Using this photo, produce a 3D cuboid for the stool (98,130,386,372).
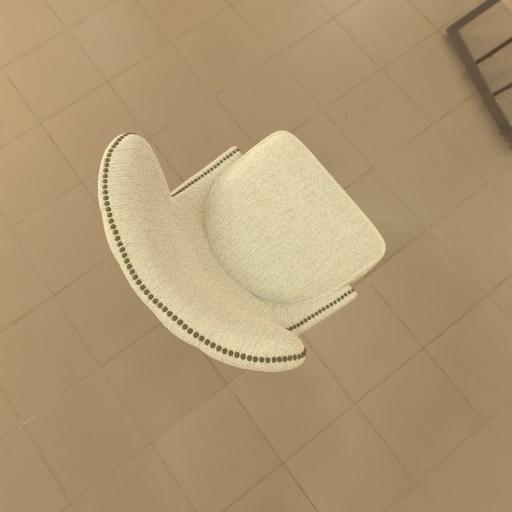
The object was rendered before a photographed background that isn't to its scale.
[{"bbox_3d":[0.000,0.000,1.344,0.597,0.972,0.615,-37,79,-8],"label":"stool"}]
